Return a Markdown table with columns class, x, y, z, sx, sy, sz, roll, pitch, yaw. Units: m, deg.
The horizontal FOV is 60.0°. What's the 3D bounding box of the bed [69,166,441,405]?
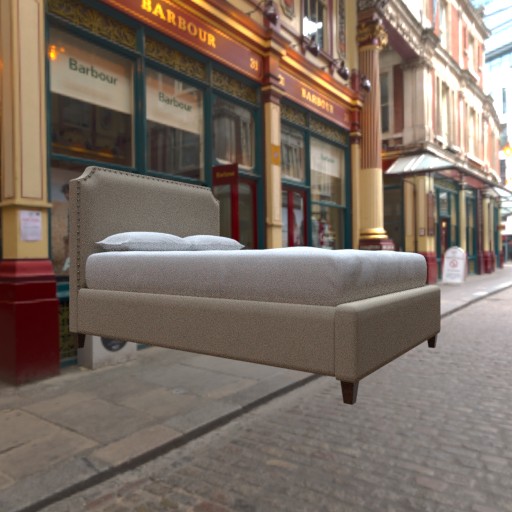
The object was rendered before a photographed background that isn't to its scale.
| class | x | y | z | sx | sy | sz | roll | pitch | yaw |
| --- | --- | --- | --- | --- | --- | --- | --- | --- | --- |
| bed | 0.000 | 0.000 | 3.421 | 2.329 | 1.415 | 1.703 | 0 | 0 | 35 |
